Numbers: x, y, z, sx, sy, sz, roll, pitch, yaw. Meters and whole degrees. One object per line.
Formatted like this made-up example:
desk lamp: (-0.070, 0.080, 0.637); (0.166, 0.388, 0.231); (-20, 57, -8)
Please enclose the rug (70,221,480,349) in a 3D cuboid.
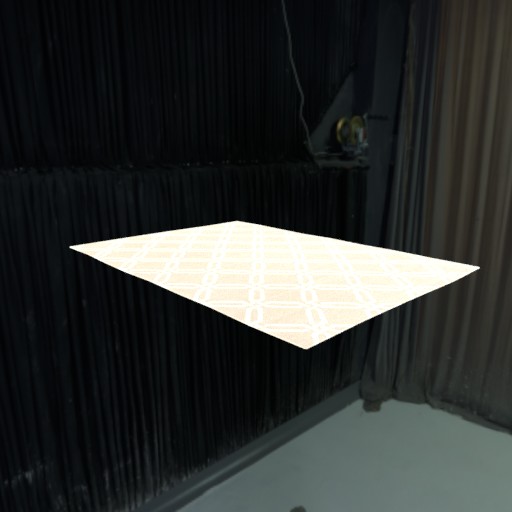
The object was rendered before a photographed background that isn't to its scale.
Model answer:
rug: (0.000, 0.000, 2.770); (1.524, 0.013, 2.135); (-13, 19, -41)
